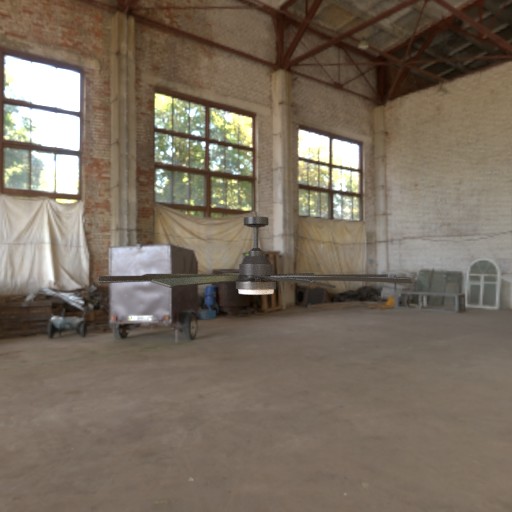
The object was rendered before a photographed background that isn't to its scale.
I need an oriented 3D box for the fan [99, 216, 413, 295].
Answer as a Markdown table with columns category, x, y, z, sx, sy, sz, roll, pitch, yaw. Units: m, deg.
| category | x | y | z | sx | sy | sz | roll | pitch | yaw |
| --- | --- | --- | --- | --- | --- | --- | --- | --- | --- |
| fan | 0.000 | 0.000 | 2.738 | 1.830 | 0.472 | 1.830 | 0 | -1 | -18 |
